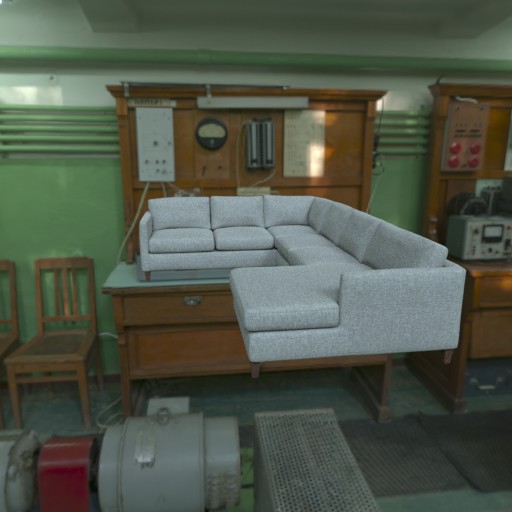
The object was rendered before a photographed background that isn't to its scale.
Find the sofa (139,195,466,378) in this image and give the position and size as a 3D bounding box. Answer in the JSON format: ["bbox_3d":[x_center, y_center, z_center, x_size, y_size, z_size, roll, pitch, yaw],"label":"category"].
[{"bbox_3d":[0.000,0.000,4.676,2.593,0.959,3.460,-2,14,-8],"label":"sofa"}]
